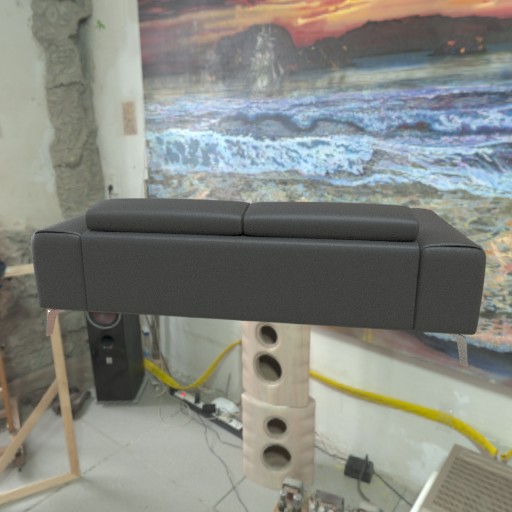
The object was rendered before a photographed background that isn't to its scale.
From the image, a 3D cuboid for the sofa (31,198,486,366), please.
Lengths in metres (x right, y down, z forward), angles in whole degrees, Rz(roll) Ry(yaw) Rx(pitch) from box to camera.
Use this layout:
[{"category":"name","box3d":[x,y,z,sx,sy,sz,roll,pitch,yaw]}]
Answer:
[{"category":"sofa","box3d":[0.000,0.000,2.728,2.321,0.759,1.023,2,16,8]}]
